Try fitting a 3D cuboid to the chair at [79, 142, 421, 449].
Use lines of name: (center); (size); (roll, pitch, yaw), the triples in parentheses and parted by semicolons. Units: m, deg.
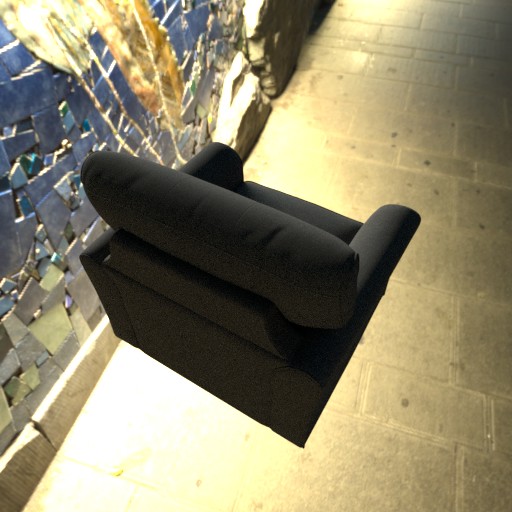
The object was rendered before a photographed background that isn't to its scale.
chair: (0.000, 0.000, 1.631); (0.941, 0.890, 0.816); (24, 51, 21)
